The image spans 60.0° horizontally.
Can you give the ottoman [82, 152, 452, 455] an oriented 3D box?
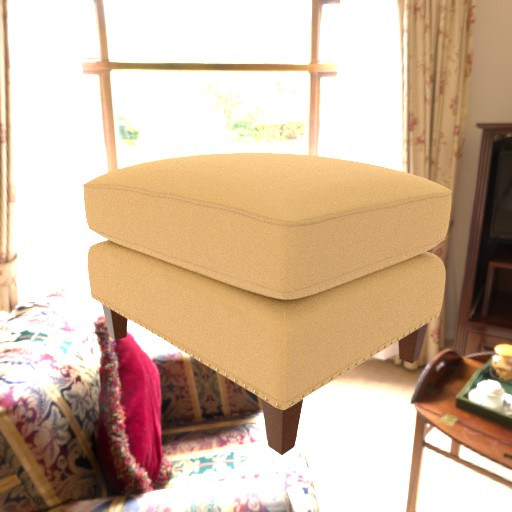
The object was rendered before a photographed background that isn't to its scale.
[{"bbox_3d":[0.000,0.000,1.129,0.584,0.513,0.741,-14,21,-42],"label":"ottoman"}]
